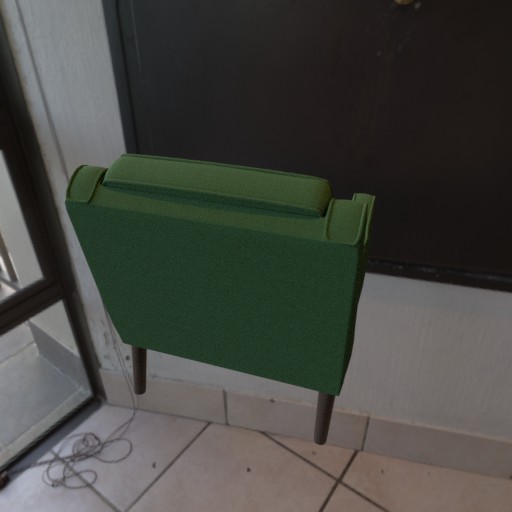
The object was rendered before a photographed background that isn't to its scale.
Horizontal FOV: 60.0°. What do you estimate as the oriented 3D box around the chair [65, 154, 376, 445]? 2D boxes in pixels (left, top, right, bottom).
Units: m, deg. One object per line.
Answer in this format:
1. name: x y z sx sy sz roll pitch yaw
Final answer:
1. chair: 0.000 0.000 1.357 0.663 0.792 0.743 10 35 15
